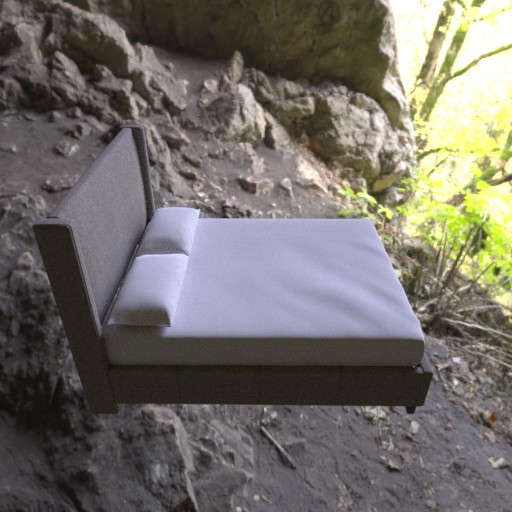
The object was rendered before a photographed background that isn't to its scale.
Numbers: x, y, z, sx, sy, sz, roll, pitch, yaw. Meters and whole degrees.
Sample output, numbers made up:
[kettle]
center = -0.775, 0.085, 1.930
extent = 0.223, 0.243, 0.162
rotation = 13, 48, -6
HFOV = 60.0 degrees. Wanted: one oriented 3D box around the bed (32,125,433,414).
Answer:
[bed]
center = 0.000, 0.000, 3.318
extent = 2.245, 1.476, 1.714
rotation = 0, 33, 0
